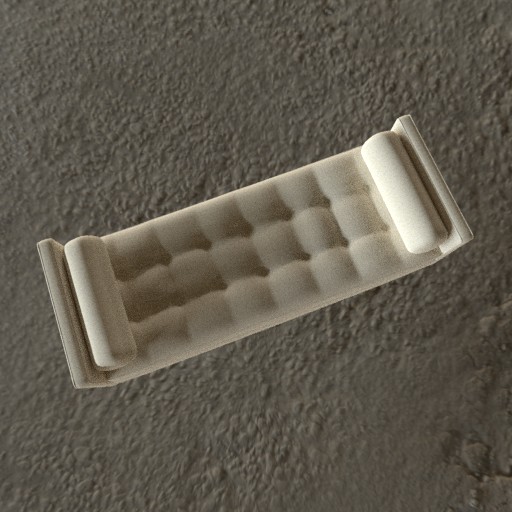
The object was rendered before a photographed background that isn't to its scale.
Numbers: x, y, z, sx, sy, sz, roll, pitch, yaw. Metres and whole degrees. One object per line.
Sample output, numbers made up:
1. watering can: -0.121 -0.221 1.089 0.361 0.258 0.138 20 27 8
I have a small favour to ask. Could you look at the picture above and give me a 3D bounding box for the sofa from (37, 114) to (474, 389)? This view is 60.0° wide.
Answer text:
1. sofa: 0.000 0.000 2.403 1.985 0.641 0.746 -20 76 -5
